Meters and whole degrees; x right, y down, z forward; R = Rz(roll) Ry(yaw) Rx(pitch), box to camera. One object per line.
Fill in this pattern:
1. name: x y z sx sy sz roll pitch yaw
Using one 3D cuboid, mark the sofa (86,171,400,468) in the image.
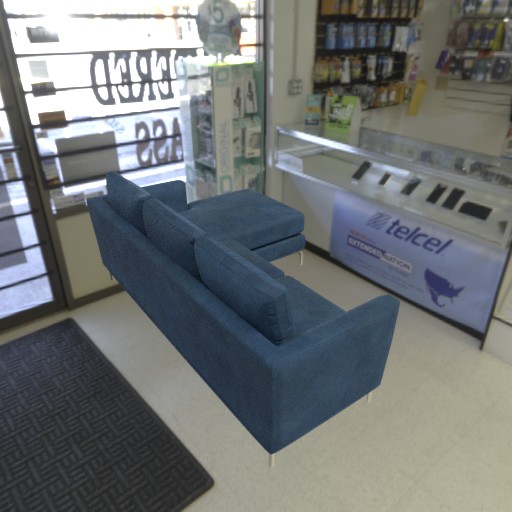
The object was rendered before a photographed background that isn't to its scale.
1. sofa: 0.000 0.000 3.228 1.622 0.987 2.438 -19 33 -31
